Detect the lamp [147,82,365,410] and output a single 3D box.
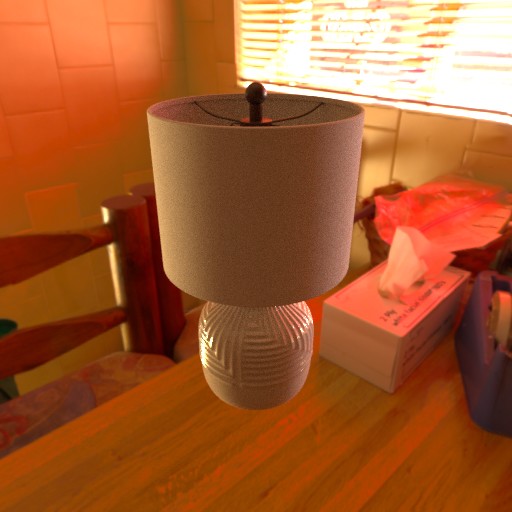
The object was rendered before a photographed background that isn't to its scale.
[{"bbox_3d":[0.000,0.000,0.773,0.318,0.567,0.318,0,27,0],"label":"lamp"}]
